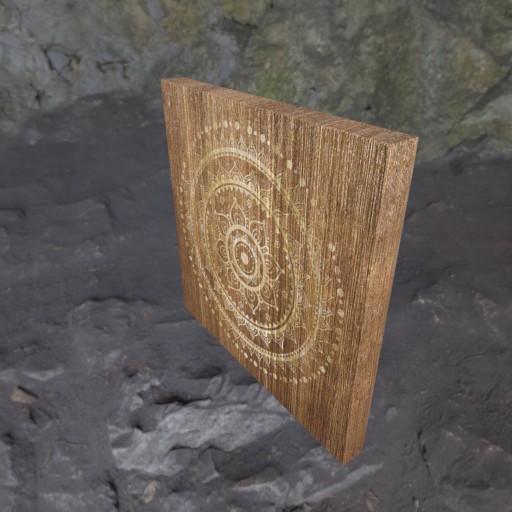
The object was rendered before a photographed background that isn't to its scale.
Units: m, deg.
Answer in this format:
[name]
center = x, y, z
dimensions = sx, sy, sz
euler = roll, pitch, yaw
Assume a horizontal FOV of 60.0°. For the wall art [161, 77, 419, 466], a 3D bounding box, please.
[wall art]
center = 0.000, 0.000, 0.597
dimensions = 0.039, 0.403, 0.406
euler = -21, 36, -31
